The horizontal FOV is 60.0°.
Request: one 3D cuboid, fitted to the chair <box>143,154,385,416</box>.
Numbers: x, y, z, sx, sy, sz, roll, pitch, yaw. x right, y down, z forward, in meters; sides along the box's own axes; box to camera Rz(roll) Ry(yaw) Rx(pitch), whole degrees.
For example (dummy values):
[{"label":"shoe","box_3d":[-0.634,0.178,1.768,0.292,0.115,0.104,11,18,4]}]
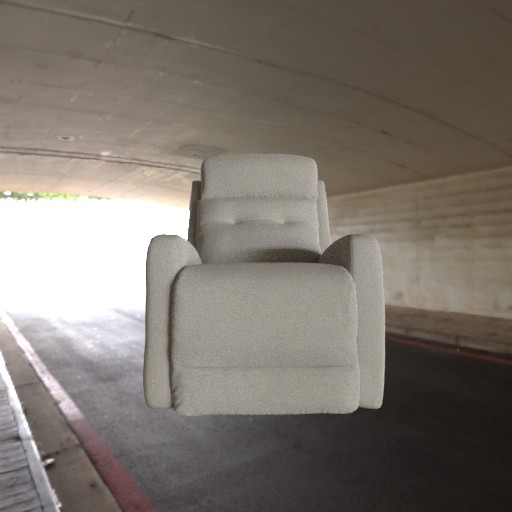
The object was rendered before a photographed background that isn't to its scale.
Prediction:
[{"label":"chair","box_3d":[0.000,0.000,1.819,0.798,1.013,1.043,0,0,-1]}]
